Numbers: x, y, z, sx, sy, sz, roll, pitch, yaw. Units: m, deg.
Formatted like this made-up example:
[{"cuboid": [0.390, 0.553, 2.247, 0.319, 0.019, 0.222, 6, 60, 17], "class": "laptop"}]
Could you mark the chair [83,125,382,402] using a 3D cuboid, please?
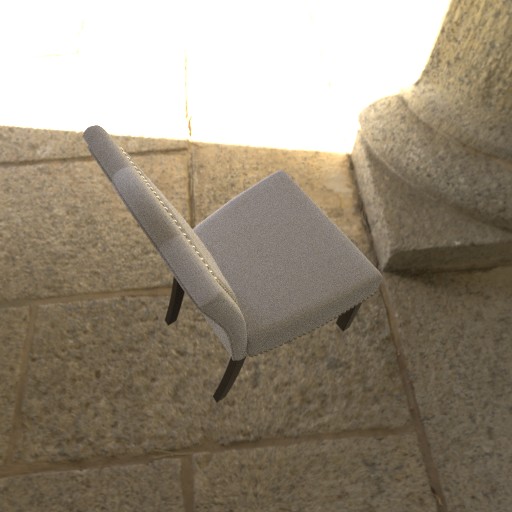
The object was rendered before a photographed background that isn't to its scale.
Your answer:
[{"cuboid": [0.000, 0.000, 1.293, 0.589, 0.946, 0.518, -31, 65, -17], "class": "chair"}]
